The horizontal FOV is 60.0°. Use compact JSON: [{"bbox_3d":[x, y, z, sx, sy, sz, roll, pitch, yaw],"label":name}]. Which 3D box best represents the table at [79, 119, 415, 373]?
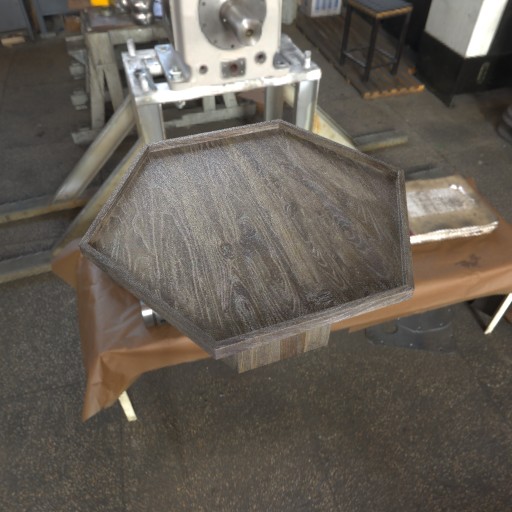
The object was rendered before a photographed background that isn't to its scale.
[{"bbox_3d":[0.000,0.000,1.614,1.115,0.488,0.966,31,53,27],"label":"table"}]
